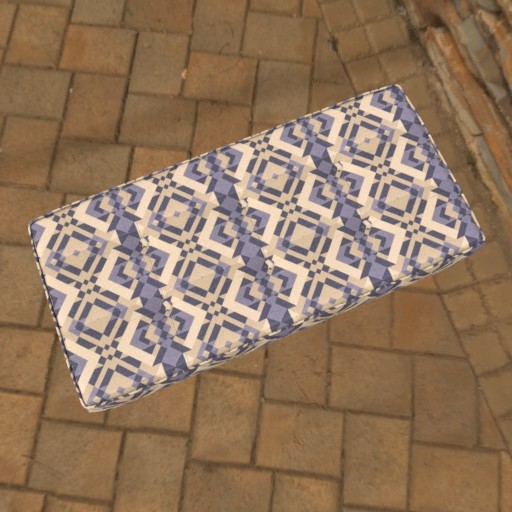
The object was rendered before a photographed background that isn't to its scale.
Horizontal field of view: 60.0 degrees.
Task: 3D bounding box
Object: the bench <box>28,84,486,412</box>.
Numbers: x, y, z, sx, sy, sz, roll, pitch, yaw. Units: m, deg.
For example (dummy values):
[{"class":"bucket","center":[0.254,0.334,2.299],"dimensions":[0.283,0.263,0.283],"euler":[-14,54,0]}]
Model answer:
[{"class":"bench","center":[0.000,0.000,1.268],"dimensions":[1.016,0.477,0.492],"euler":[-22,77,-5]}]
